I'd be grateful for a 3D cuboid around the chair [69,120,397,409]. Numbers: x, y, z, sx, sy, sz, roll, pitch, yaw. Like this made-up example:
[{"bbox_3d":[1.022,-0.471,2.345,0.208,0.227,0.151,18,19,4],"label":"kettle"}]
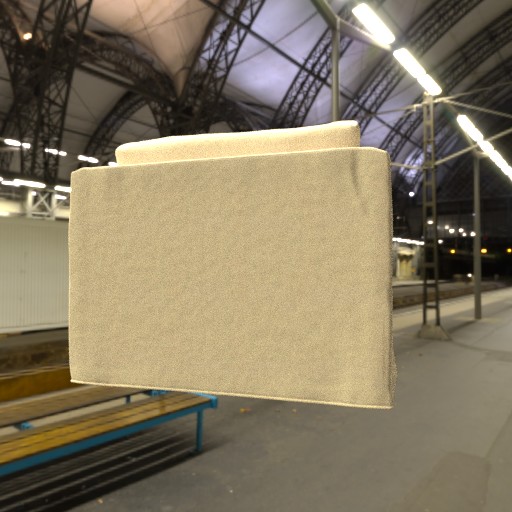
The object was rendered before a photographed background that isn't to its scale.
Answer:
[{"bbox_3d":[0.000,0.000,1.759,1.057,0.851,0.947,-1,-2,16],"label":"chair"}]
